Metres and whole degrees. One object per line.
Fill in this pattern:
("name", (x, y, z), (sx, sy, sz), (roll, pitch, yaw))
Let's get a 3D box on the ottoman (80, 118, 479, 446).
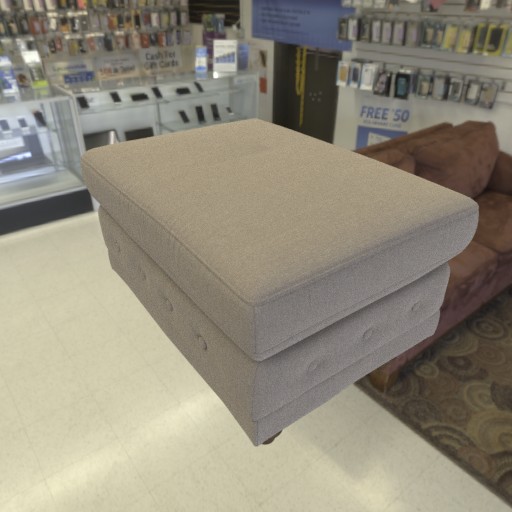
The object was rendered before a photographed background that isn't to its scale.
("ottoman", (0.000, 0.000, 1.098), (0.569, 0.500, 0.771), (-21, 37, -30))
